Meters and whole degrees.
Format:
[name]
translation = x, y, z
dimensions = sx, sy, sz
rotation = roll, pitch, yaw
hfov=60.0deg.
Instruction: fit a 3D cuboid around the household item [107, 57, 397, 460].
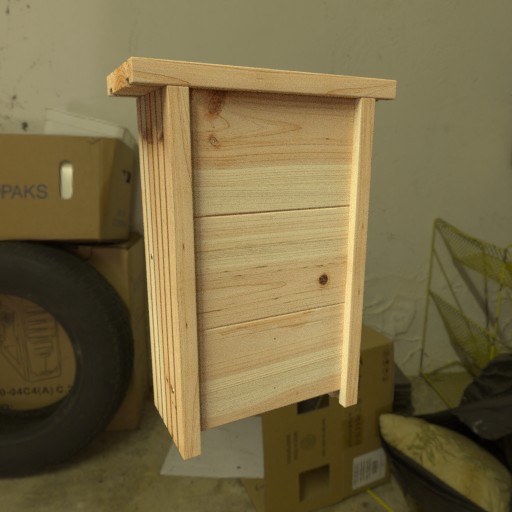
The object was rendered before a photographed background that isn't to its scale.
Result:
[household item]
translation = 0.000, 0.000, 0.542
dimensions = 0.301, 0.407, 0.123
rotation = -7, 15, -26
